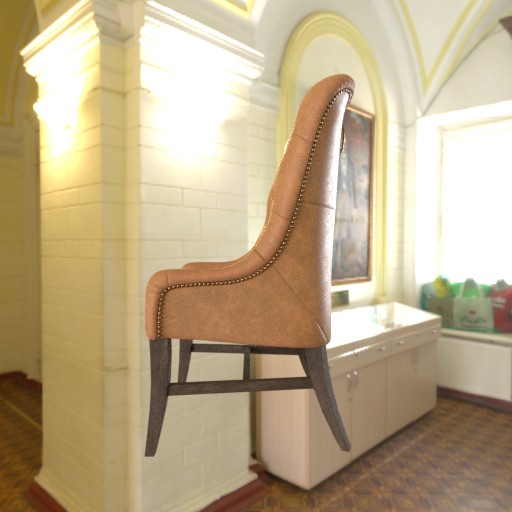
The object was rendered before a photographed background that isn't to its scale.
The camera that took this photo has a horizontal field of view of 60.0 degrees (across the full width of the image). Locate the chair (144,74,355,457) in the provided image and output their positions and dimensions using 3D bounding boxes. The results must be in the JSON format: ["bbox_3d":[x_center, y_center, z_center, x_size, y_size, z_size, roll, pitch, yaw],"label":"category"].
[{"bbox_3d":[0.000,0.000,1.496,0.629,1.091,0.634,0,1,-1],"label":"chair"}]
